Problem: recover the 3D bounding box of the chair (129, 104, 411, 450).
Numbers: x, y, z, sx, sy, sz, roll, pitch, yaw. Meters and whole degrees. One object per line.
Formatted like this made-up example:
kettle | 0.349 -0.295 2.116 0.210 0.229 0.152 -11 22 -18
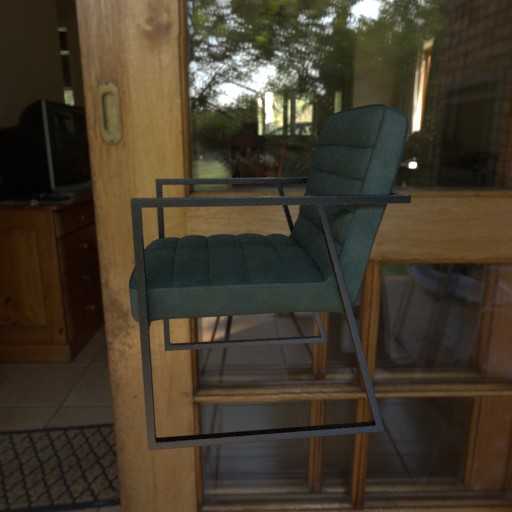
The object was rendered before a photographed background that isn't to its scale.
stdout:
chair | 0.000 0.000 1.305 0.677 0.833 0.571 -2 14 -7
